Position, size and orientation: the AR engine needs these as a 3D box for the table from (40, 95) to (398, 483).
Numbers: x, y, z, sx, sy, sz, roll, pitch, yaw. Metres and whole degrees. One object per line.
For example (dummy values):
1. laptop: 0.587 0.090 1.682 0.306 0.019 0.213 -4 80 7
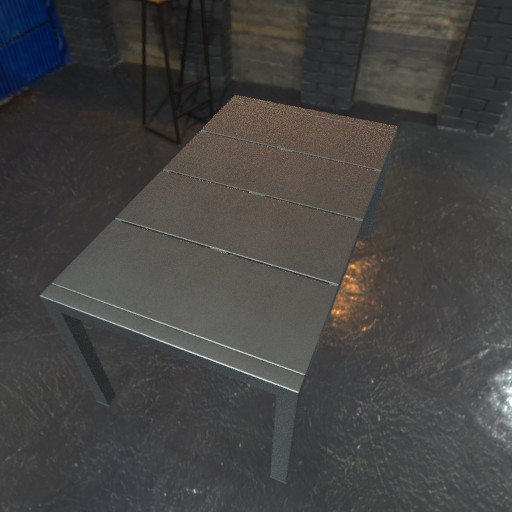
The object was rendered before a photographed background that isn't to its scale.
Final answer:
1. table: 0.000 0.000 1.302 0.559 0.460 0.965 16 48 16
